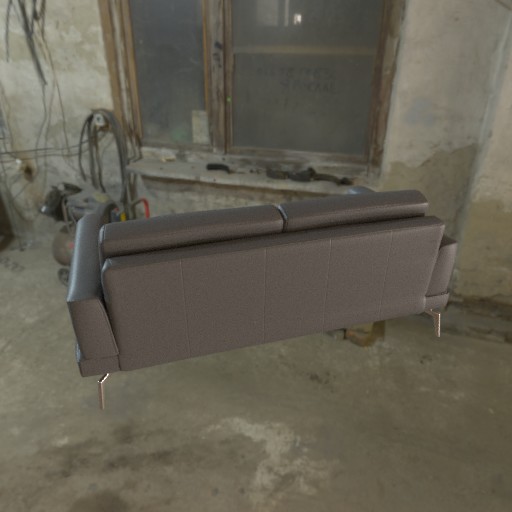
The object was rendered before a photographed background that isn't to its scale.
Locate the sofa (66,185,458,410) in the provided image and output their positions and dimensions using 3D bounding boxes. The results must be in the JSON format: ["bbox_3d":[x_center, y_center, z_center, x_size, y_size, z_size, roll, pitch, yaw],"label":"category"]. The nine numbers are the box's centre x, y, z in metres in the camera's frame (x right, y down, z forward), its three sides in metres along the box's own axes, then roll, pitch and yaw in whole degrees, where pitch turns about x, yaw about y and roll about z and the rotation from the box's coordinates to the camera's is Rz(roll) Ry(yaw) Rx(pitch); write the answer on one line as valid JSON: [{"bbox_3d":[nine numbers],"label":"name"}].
[{"bbox_3d":[0.000,0.000,2.771,2.177,0.930,1.121,-8,28,-15],"label":"sofa"}]
